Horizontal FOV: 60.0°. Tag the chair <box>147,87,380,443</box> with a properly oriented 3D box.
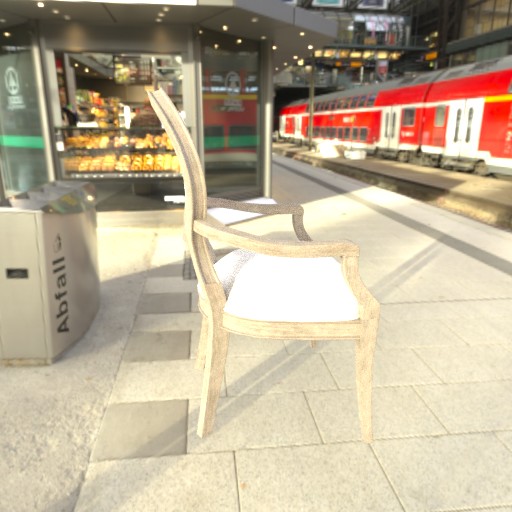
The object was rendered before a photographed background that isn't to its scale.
[{"bbox_3d":[0.000,0.000,1.400,0.602,0.991,0.611,-3,17,-8],"label":"chair"}]
